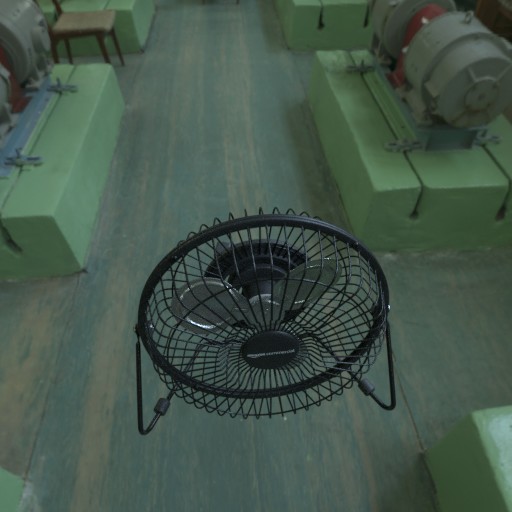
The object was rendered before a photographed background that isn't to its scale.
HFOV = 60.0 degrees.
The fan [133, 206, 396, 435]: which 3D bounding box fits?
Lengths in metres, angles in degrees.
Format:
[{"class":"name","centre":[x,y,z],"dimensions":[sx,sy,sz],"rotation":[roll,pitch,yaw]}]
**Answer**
[{"class":"fan","centre":[0.000,0.000,0.379],"dimensions":[0.209,0.188,0.227],"rotation":[-4,46,-4]}]
